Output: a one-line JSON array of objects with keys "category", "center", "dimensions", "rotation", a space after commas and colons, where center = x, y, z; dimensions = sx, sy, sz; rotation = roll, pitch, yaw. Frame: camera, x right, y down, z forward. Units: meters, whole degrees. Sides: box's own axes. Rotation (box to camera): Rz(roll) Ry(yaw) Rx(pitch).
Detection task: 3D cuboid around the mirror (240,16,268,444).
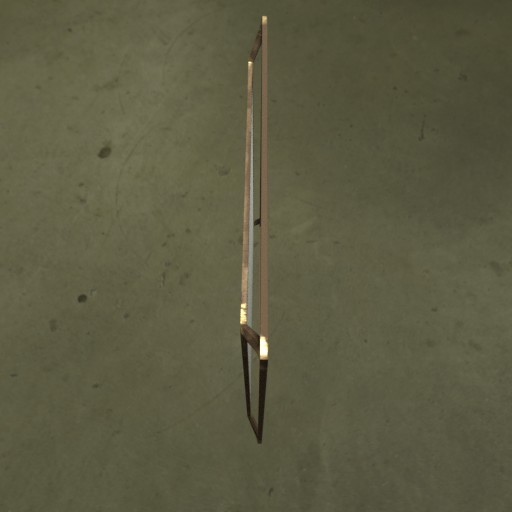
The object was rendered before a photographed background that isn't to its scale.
[{"category": "mirror", "center": [0.000, 0.000, 0.879], "dimensions": [0.032, 0.610, 0.610], "rotation": [1, 59, 0]}]
